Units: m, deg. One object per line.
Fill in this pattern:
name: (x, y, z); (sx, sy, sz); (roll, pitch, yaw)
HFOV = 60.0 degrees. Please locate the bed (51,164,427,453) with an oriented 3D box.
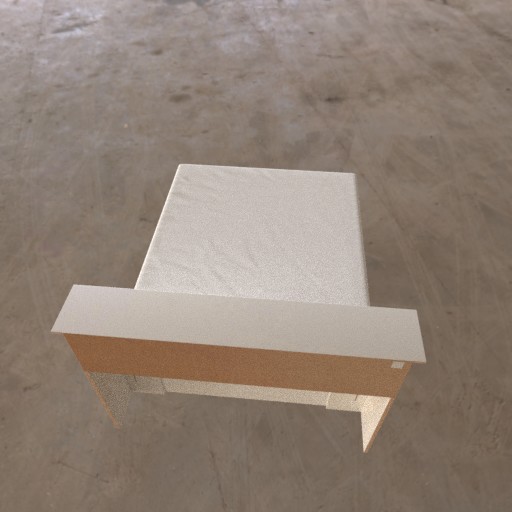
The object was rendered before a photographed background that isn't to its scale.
bed: (0.000, 0.000, 3.080); (1.671, 1.092, 2.133); (4, 47, 4)
